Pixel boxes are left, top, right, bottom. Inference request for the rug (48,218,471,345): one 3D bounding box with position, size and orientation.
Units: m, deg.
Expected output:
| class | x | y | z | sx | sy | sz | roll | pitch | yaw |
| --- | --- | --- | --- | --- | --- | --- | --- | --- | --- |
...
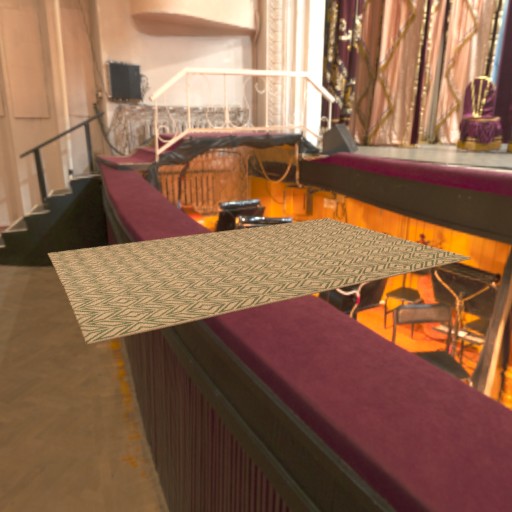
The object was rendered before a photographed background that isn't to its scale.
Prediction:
| class | x | y | z | sx | sy | sz | roll | pitch | yaw |
| --- | --- | --- | --- | --- | --- | --- | --- | --- | --- |
| rug | 0.000 | 0.000 | 2.994 | 2.435 | 0.011 | 1.517 | -9 | 19 | -28 |
